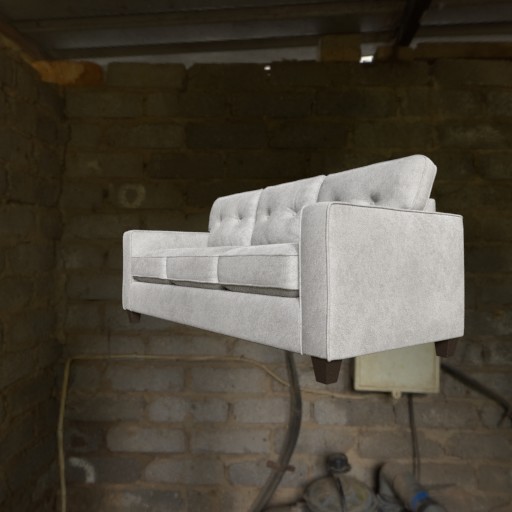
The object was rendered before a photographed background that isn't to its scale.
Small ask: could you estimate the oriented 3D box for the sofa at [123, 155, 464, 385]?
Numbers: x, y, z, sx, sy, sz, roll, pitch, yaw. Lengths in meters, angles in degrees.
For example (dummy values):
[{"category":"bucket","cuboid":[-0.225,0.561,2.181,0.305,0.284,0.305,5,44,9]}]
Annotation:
[{"category":"sofa","cuboid":[0.000,0.000,2.682,0.939,0.965,2.133,0,-1,-36]}]
